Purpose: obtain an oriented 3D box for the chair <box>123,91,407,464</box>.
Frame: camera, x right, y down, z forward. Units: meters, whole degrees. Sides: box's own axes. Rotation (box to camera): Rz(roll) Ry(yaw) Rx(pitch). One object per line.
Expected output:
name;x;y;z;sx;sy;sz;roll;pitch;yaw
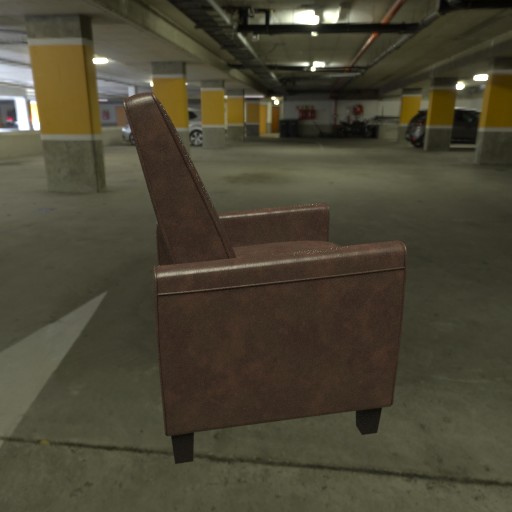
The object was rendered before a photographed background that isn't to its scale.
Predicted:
chair;0.000;0.000;1.484;0.746;1.013;0.705;-3;17;-11
